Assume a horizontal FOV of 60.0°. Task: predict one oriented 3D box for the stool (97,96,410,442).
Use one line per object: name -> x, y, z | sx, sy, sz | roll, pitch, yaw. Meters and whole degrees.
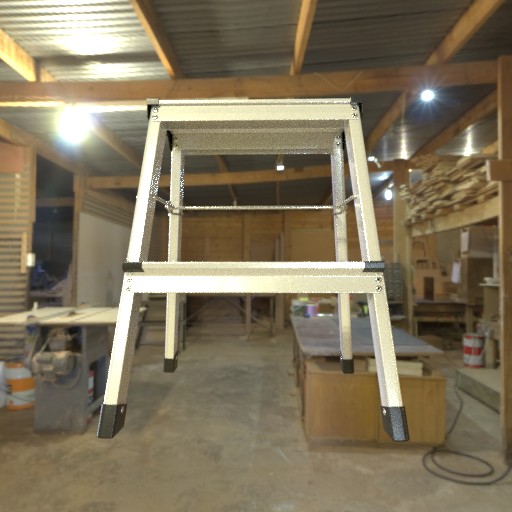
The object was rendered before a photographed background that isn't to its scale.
stool -> 0.000, 0.000, 0.772 | 0.404, 0.480, 0.405 | 0, -2, 2
